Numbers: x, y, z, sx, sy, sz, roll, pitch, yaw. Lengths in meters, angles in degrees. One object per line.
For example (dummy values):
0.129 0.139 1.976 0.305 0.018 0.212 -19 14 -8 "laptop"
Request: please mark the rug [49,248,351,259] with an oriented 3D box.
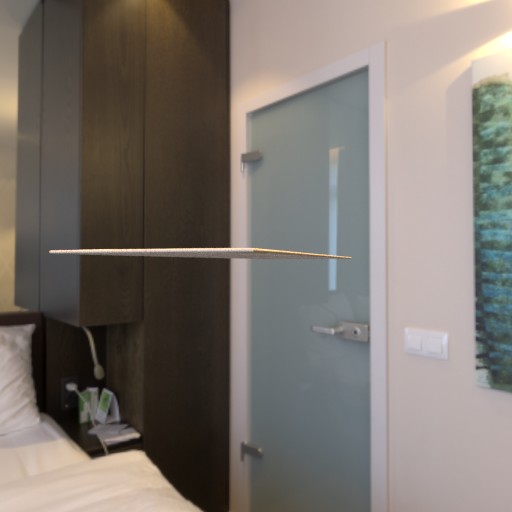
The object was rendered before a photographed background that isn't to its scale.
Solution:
0.000 0.000 2.718 0.855 0.017 2.452 0 -1 19 "rug"
